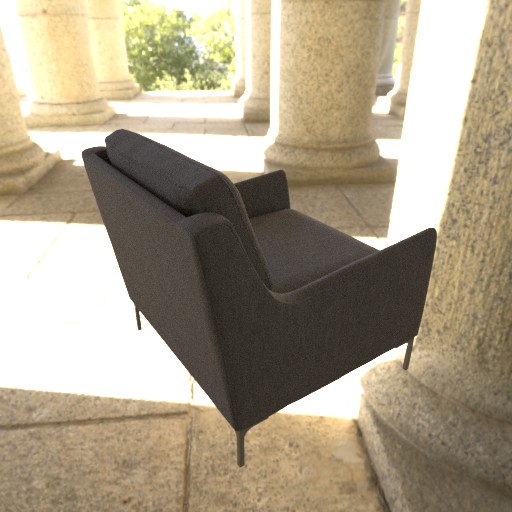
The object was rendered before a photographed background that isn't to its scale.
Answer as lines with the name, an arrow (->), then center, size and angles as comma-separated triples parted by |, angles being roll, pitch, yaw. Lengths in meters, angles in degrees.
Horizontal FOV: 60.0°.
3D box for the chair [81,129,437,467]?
chair -> 0.000, 0.000, 1.522 | 0.849, 0.828, 0.847 | -17, 32, -30
